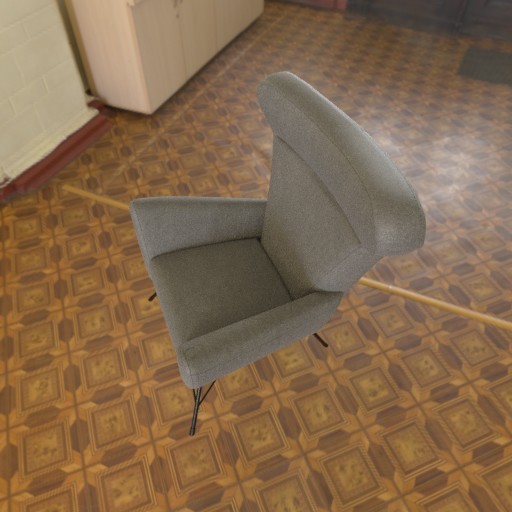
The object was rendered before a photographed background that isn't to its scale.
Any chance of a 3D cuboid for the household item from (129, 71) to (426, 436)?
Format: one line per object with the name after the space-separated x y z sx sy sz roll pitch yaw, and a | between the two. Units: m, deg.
0.000 0.000 1.788 0.900 1.050 0.980 -17 50 -15 | household item
